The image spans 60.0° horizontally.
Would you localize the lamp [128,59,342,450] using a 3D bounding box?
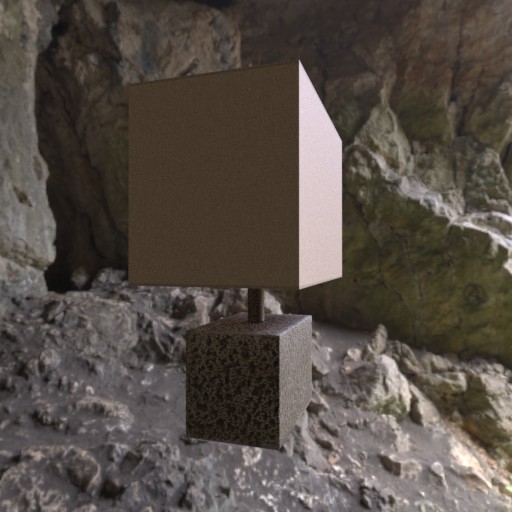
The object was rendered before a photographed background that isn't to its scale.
[{"bbox_3d":[0.000,0.000,0.568,0.180,0.411,0.294,0,0,18],"label":"lamp"}]
